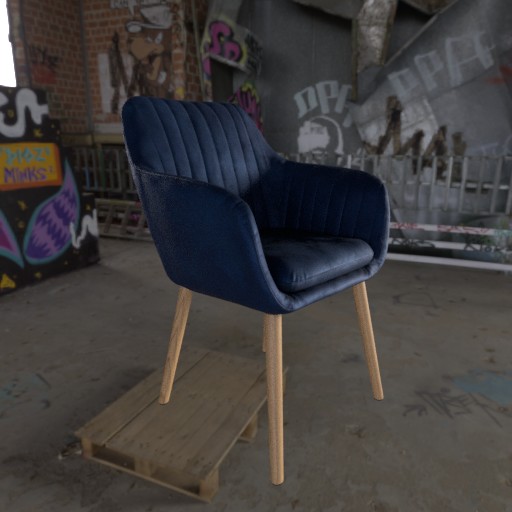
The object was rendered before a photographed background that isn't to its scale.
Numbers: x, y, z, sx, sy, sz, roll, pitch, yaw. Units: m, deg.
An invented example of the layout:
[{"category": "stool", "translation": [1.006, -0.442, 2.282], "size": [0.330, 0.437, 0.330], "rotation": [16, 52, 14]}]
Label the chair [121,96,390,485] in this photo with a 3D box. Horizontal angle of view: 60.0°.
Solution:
[{"category": "chair", "translation": [0.000, 0.000, 1.190], "size": [0.573, 0.826, 0.578], "rotation": [14, 20, 42]}]
